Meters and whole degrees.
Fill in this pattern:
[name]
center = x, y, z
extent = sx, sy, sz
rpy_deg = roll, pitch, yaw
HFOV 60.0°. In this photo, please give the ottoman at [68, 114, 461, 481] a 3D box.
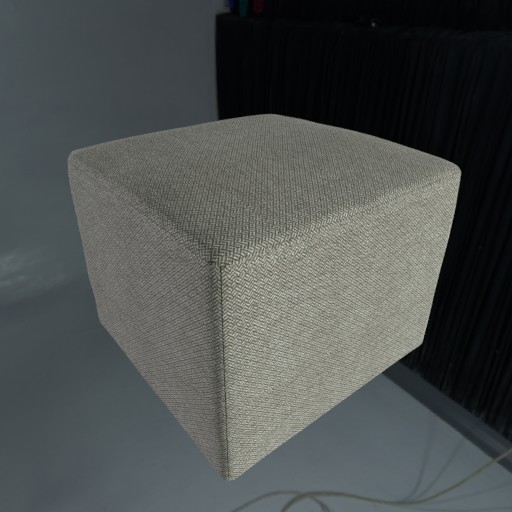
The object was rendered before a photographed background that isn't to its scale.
[ottoman]
center = 0.000, 0.000, 0.874
extent = 0.519, 0.453, 0.512
rpy_deg = -22, 37, -33
